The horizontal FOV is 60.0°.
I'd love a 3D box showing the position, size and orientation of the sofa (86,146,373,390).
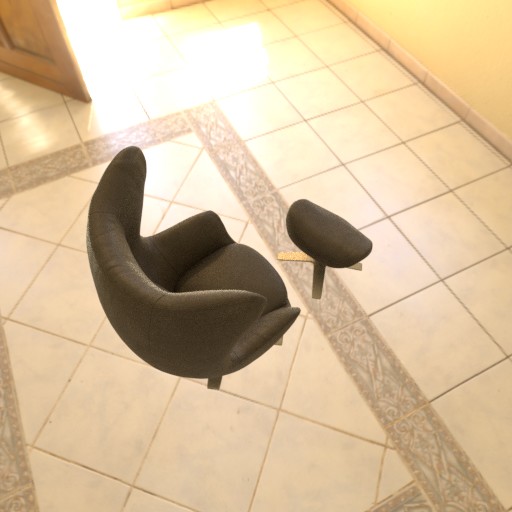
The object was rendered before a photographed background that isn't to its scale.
[{"bbox_3d":[0.000,0.000,2.138,1.444,1.135,0.894,-32,62,-19],"label":"sofa"}]
